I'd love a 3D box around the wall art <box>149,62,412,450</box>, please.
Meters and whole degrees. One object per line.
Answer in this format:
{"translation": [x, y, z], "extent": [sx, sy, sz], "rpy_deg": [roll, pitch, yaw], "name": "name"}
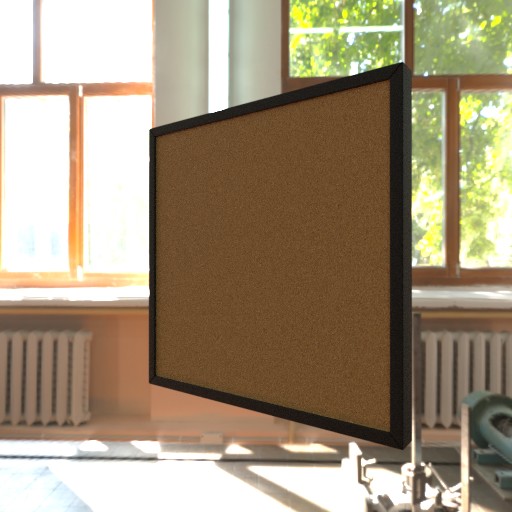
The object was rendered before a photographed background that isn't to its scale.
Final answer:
{"translation": [0.000, 0.000, 0.745], "extent": [0.508, 0.508, 0.037], "rpy_deg": [0, 0, 37], "name": "wall art"}
